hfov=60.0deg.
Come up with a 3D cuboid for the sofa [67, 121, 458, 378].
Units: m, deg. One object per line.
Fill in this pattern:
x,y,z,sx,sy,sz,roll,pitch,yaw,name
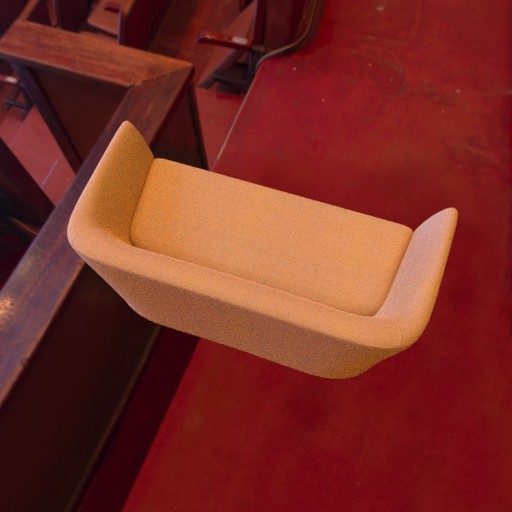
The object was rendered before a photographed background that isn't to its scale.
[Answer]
0.000,0.000,1.890,1.452,0.721,0.705,17,65,8,sofa
